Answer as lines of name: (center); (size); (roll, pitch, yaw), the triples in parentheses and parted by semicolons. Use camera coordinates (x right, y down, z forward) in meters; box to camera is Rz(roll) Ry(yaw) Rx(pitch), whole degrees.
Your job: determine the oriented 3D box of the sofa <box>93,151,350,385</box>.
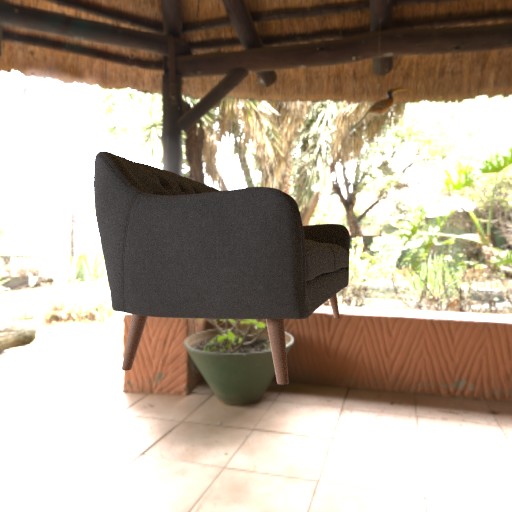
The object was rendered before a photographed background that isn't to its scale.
sofa: (0.000, 0.000, 2.266); (0.820, 0.820, 1.840); (0, 1, 17)
